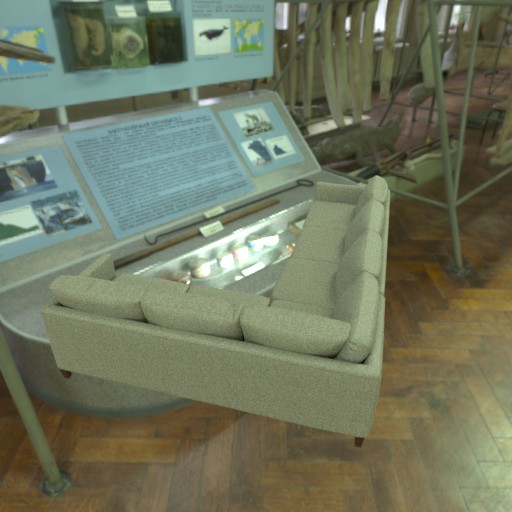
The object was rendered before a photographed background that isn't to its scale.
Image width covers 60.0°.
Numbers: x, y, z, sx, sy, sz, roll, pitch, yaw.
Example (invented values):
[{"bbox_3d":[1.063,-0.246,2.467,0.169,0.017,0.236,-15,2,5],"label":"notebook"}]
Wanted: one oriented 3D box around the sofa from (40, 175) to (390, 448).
[{"bbox_3d":[0.000,0.000,4.560,2.593,0.947,3.302,8,32,14],"label":"sofa"}]
